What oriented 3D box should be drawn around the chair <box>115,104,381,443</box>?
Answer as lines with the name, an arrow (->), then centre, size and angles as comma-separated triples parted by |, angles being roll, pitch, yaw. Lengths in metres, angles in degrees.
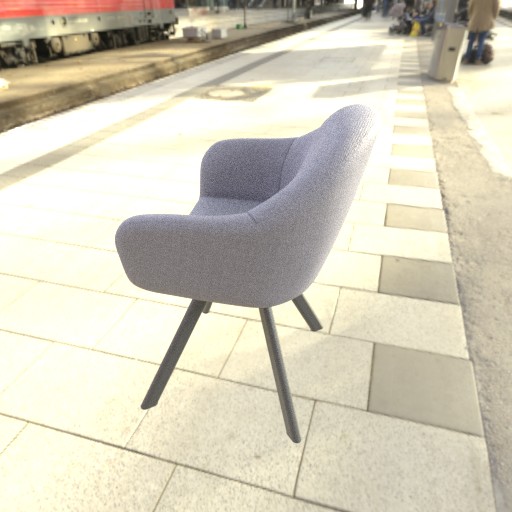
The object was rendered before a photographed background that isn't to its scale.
chair -> 0.000, 0.000, 1.189 | 0.550, 0.795, 0.590 | 7, 31, 12
